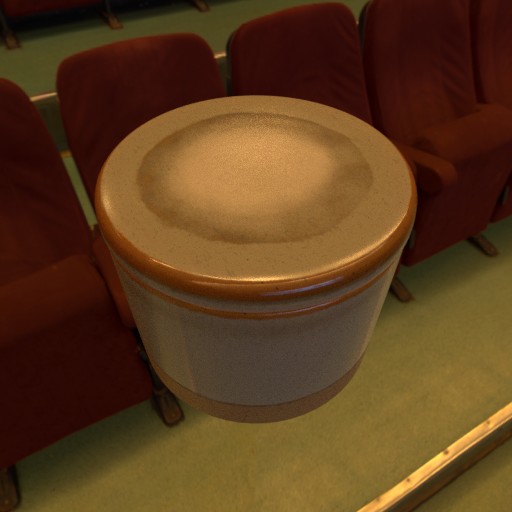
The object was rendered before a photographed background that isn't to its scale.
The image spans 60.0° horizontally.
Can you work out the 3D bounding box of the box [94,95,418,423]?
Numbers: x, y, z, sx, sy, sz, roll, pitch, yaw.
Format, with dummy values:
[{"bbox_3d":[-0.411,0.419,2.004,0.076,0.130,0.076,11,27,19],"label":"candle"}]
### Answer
[{"bbox_3d":[0.000,0.000,0.206,0.123,0.100,0.123,0,46,0],"label":"box"}]
